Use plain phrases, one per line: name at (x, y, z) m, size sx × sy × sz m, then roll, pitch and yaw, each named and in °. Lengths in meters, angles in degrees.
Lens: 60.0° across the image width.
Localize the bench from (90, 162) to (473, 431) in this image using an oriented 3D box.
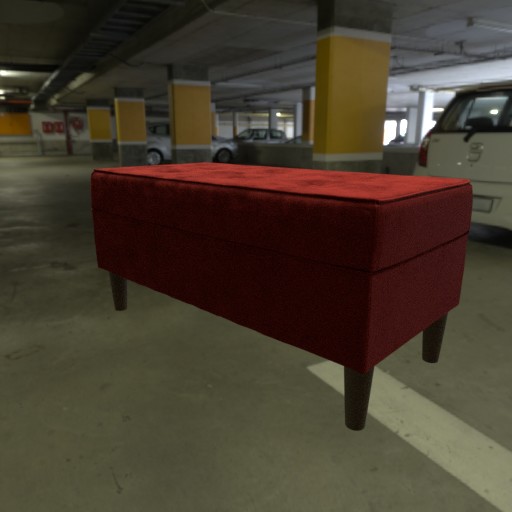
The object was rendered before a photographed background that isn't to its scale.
bench at (0.000, 0.000, 1.281) m, size 1.016 × 0.471 × 0.492 m, roll 14°, pitch 21°, yaw 41°
